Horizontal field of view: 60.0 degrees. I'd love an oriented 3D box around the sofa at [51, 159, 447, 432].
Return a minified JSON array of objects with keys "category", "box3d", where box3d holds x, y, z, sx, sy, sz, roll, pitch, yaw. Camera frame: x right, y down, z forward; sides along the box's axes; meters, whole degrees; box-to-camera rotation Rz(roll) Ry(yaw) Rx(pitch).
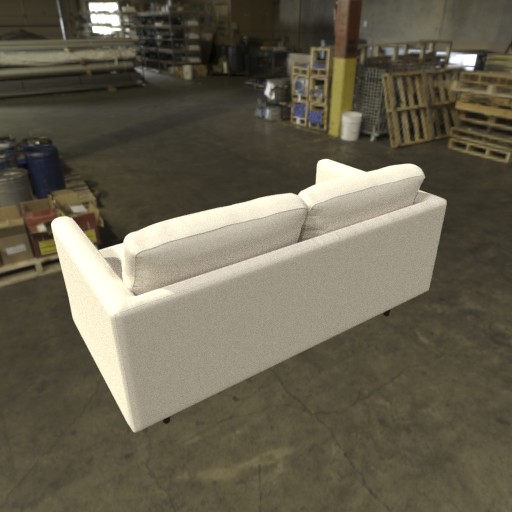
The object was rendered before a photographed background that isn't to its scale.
[{"category":"sofa","box3d":[0.000,0.000,2.249,1.713,0.893,0.940,-18,33,-30]}]
